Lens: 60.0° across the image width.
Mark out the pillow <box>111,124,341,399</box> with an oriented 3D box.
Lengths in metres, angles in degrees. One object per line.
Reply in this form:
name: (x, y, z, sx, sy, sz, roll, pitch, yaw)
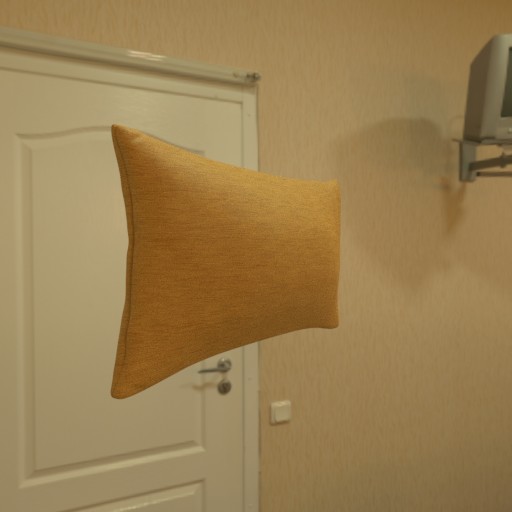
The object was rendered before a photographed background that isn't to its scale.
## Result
pillow: (0.000, 0.000, 0.812, 0.210, 0.354, 0.634, 1, 2, 36)
